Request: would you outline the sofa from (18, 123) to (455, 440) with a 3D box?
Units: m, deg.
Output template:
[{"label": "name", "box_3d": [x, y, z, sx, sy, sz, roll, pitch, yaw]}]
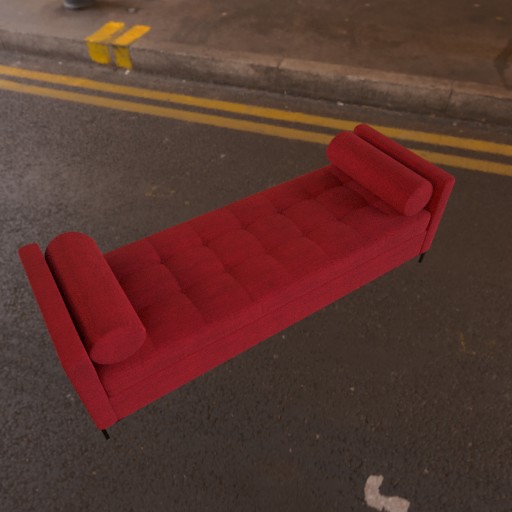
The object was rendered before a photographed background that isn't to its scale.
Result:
[{"label": "sofa", "box_3d": [0.000, 0.000, 2.264, 1.981, 0.635, 0.686, -25, 50, -23]}]
